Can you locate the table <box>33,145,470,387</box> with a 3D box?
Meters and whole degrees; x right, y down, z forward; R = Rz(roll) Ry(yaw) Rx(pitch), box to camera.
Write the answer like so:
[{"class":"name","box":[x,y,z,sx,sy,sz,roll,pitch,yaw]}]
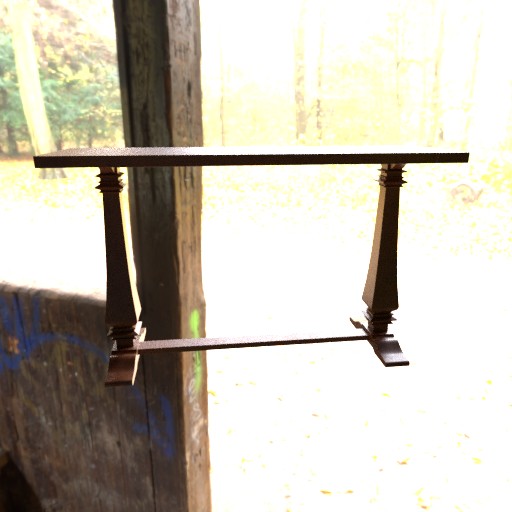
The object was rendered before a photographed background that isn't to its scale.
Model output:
[{"class":"table","box":[0.000,0.000,1.827,1.478,0.852,0.461,-2,17,-7]}]
